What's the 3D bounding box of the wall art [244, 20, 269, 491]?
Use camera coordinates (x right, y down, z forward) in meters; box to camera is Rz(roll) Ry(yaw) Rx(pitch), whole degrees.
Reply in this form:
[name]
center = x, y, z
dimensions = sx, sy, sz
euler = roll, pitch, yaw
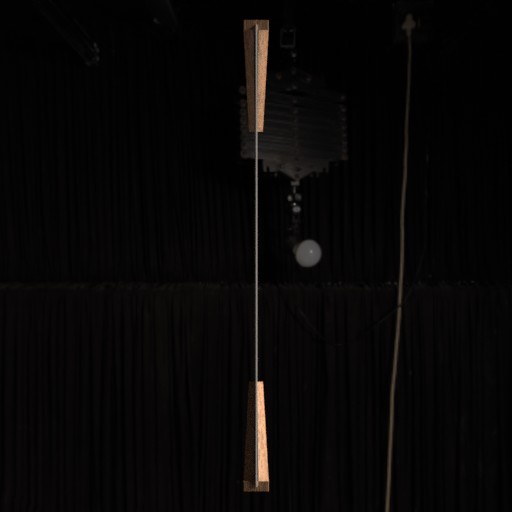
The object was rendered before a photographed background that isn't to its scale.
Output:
[wall art]
center = 0.000, 0.000, 0.696
dimensions = 0.028, 0.527, 0.403
euler = 0, 0, 0
